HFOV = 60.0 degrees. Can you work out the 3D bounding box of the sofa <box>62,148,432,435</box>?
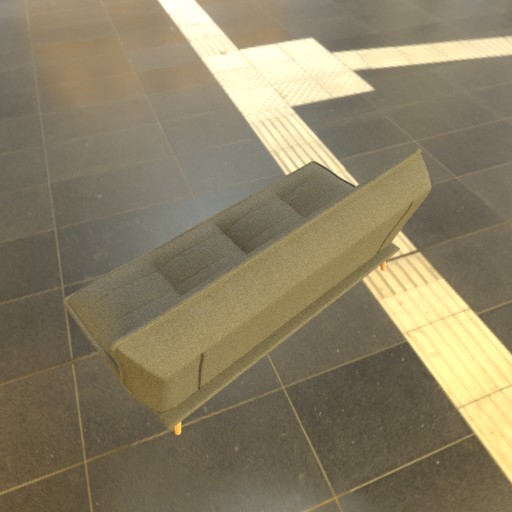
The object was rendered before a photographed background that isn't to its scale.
[{"bbox_3d":[0.000,0.000,2.511,1.940,0.890,0.950,-33,55,-27],"label":"sofa"}]
